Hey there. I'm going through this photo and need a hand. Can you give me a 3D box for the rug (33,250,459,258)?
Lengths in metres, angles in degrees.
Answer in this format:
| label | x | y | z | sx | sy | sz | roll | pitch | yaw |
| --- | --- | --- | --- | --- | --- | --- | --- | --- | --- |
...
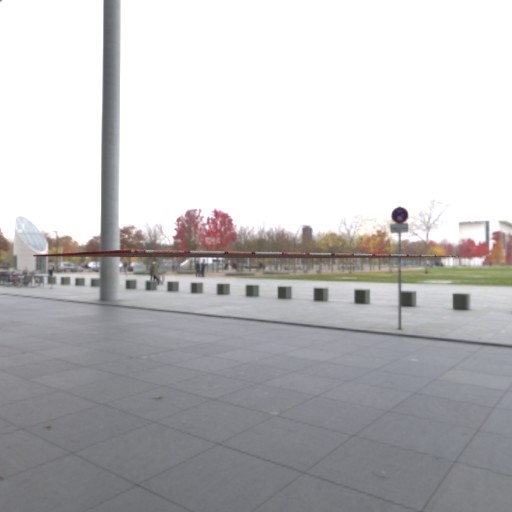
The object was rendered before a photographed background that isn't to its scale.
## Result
| label | x | y | z | sx | sy | sz | roll | pitch | yaw |
| --- | --- | --- | --- | --- | --- | --- | --- | --- | --- |
| rug | 0.000 | 0.000 | 2.975 | 2.431 | 0.010 | 1.535 | 1 | -1 | -38 |
